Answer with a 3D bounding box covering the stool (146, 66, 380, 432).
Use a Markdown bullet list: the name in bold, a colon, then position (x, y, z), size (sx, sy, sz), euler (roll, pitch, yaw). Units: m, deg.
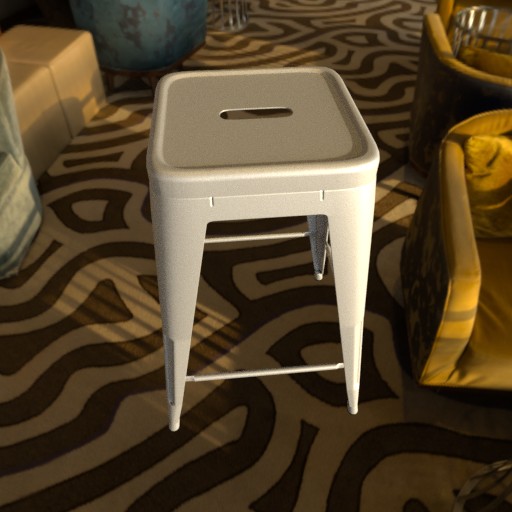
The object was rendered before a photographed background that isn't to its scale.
- **stool**: position (0.000, 0.000, 0.865), size (0.406, 0.610, 0.406), euler (-4, 46, -4)
